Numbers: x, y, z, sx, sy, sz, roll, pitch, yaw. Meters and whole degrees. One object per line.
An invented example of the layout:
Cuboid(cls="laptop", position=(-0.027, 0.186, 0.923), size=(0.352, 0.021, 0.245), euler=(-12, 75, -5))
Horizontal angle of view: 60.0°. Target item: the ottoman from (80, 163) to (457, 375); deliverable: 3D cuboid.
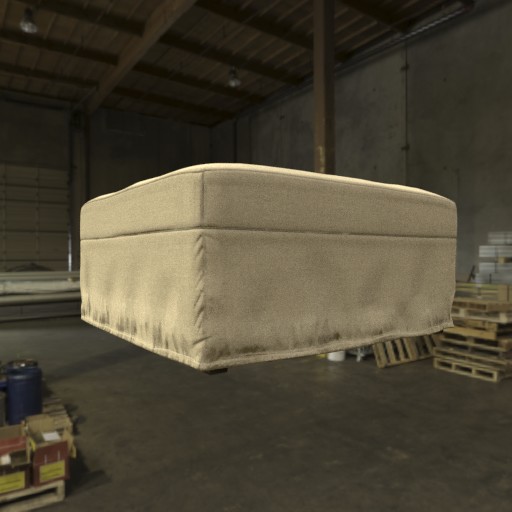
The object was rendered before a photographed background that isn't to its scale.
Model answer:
Cuboid(cls="ottoman", position=(0.000, 0.000, 1.340), size=(0.840, 0.436, 0.843), euler=(0, 0, -36))
